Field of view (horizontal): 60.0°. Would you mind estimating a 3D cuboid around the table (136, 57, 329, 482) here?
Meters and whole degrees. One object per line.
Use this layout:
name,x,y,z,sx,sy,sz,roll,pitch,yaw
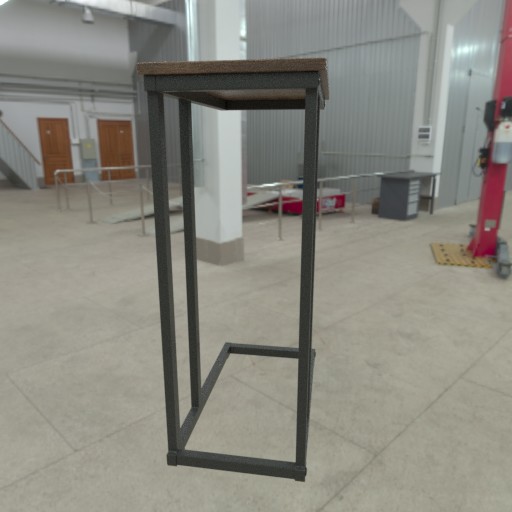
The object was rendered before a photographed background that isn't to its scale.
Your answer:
table,0.000,0.000,0.864,0.254,0.637,0.450,2,15,9
